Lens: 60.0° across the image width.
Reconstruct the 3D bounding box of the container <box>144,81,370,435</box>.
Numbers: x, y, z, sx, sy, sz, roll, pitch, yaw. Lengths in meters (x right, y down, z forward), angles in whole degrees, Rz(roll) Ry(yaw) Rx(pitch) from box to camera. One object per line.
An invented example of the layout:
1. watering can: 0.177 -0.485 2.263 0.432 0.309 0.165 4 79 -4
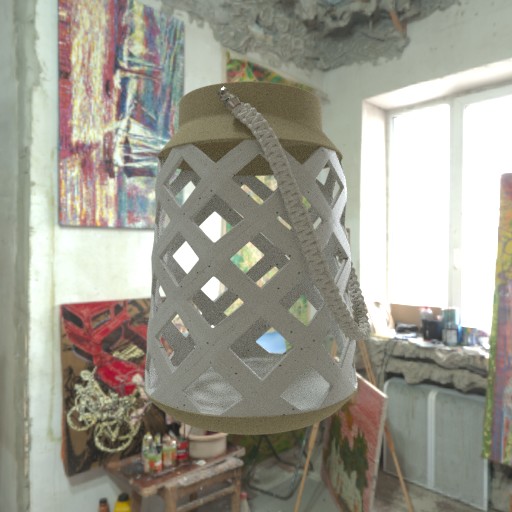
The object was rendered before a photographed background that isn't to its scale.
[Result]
1. container: 0.000 0.000 0.342 0.172 0.229 0.163 0 1 17
